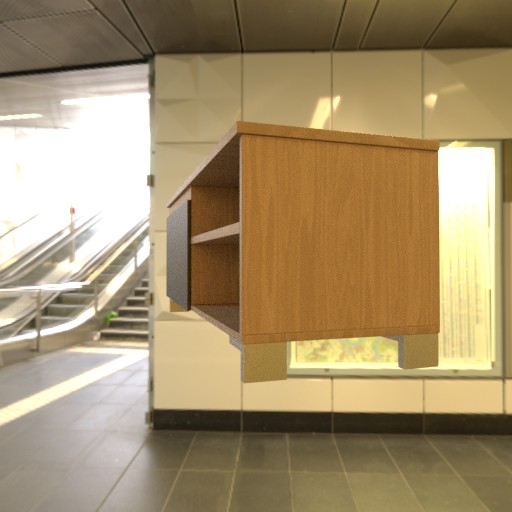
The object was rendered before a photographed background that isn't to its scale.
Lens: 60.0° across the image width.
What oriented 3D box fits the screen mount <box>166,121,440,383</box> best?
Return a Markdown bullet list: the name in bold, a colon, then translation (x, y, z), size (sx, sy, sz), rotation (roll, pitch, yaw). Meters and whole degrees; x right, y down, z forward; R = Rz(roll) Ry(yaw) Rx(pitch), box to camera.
- **screen mount**: translation (0.000, 0.000, 1.302), size (0.406, 0.432, 1.084), rotation (0, -1, -17)
